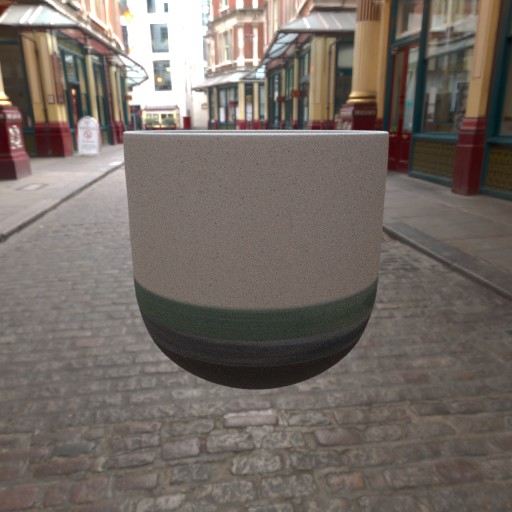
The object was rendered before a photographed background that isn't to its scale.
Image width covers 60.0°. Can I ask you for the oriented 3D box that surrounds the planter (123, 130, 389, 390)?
[{"bbox_3d":[0.000,0.000,0.498,0.268,0.270,0.268,0,16,0],"label":"planter"}]
